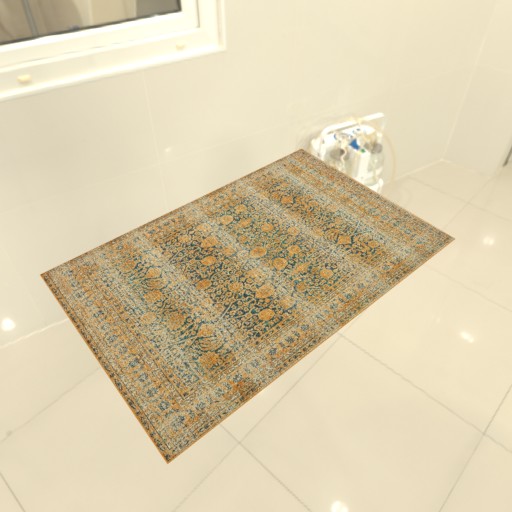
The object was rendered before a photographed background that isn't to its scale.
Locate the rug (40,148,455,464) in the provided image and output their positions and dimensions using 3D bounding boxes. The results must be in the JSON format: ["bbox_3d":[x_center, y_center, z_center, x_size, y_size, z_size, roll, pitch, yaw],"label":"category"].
[{"bbox_3d":[0.000,0.000,2.958,2.336,0.007,1.525,-31,53,-27],"label":"rug"}]
